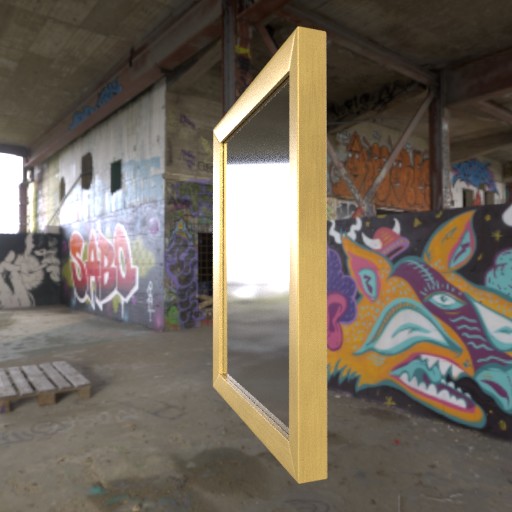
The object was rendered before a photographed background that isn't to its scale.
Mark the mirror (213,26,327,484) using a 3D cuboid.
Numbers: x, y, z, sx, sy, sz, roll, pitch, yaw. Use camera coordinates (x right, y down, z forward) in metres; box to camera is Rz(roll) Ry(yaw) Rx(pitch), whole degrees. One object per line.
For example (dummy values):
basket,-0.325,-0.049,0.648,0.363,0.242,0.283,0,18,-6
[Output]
mirror,0.000,0.000,0.689,0.041,0.508,0.405,0,-1,-19
